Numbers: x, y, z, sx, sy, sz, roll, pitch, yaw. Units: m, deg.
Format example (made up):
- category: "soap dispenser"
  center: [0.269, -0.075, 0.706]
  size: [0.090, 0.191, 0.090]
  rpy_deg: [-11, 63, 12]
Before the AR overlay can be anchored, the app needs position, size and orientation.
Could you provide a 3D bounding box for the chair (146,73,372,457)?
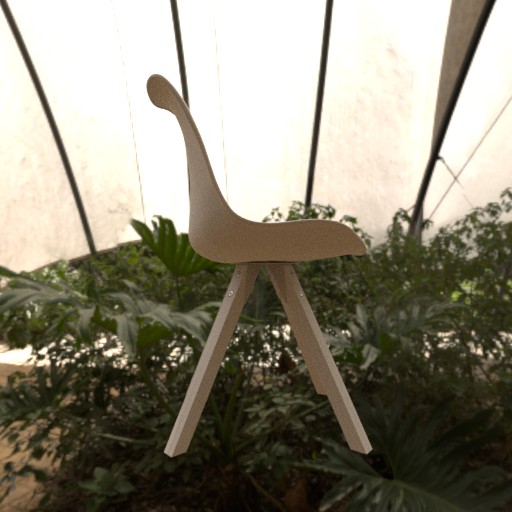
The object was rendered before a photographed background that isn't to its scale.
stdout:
- category: "chair"
  center: [0.000, 0.000, 1.156]
  size: [0.550, 0.850, 0.485]
  rpy_deg: [0, 0, -2]
